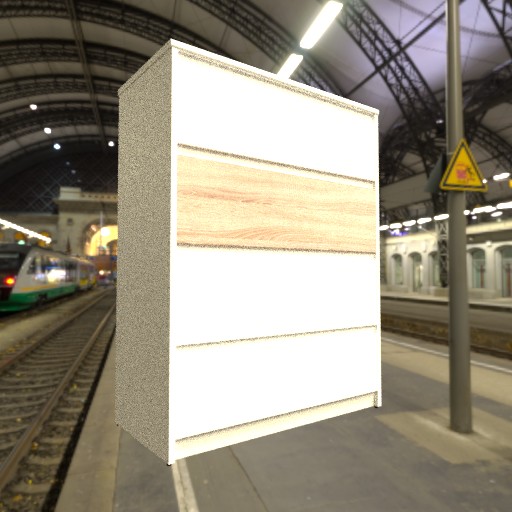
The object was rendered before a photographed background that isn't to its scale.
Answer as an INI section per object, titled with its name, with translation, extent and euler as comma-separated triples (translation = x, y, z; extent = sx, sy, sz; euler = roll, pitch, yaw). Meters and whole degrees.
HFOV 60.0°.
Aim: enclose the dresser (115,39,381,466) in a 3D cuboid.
[dresser]
translation = 0.000, 0.000, 1.459
extent = 0.800, 1.040, 0.380
euler = 2, -3, -36
